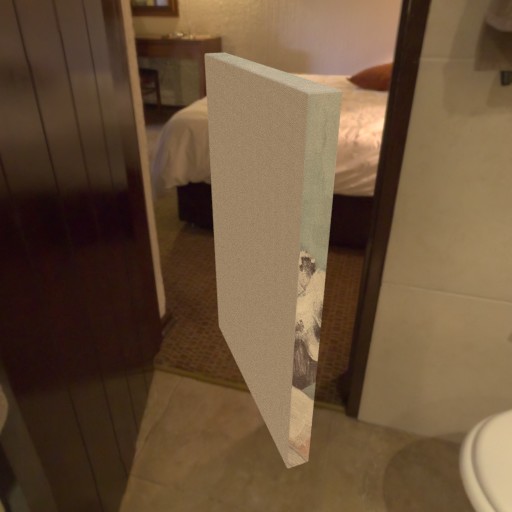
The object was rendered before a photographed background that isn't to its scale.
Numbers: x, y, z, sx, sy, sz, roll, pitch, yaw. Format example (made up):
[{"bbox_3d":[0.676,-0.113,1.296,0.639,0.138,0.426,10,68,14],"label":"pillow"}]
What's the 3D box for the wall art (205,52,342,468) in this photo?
[{"bbox_3d":[0.000,0.000,1.153,0.061,0.911,0.609,-11,32,-18],"label":"wall art"}]
